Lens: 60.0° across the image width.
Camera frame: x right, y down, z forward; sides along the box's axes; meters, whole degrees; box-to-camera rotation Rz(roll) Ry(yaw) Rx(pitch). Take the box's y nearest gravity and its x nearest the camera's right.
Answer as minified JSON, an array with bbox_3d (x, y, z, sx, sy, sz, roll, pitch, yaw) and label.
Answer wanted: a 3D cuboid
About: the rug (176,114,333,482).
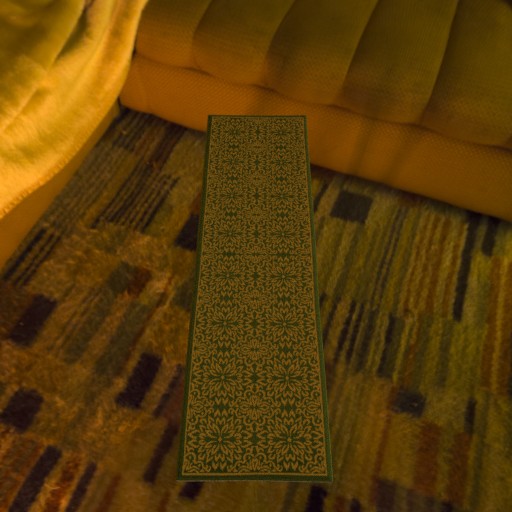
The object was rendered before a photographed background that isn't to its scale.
[{"bbox_3d":[0.000,0.000,2.415,0.662,0.011,2.196,0,60,0],"label":"rug"}]
